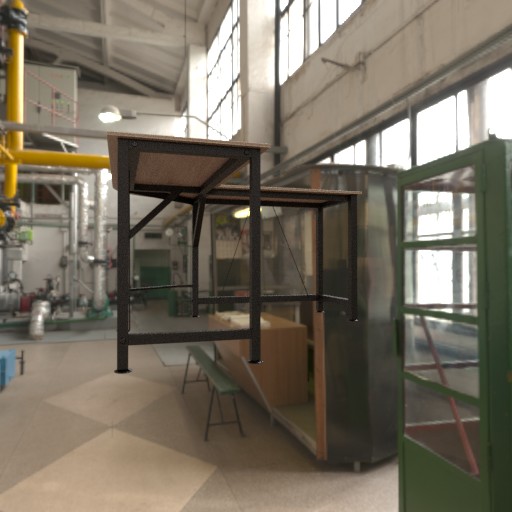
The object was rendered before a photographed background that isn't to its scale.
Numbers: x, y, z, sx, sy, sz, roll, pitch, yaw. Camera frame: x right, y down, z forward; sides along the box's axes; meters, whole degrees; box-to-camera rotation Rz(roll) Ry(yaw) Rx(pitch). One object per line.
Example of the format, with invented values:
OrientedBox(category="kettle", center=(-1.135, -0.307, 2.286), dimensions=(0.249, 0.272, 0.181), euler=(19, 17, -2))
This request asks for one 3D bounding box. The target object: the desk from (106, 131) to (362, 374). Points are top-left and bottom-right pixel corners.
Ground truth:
OrientedBox(category="desk", center=(0.000, 0.000, 2.249), dimensions=(1.400, 0.762, 1.400), euler=(0, -1, -17))
